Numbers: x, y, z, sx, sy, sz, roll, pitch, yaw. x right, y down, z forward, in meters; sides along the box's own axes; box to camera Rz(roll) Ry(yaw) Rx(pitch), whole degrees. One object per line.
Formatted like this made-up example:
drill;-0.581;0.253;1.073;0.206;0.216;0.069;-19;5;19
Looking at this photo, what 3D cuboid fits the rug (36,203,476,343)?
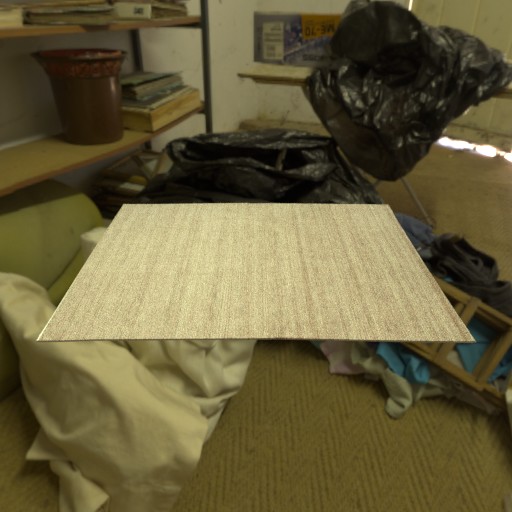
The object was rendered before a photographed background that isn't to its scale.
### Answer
rug;0.000;0.000;4.259;3.202;0.045;2.434;0;31;0
